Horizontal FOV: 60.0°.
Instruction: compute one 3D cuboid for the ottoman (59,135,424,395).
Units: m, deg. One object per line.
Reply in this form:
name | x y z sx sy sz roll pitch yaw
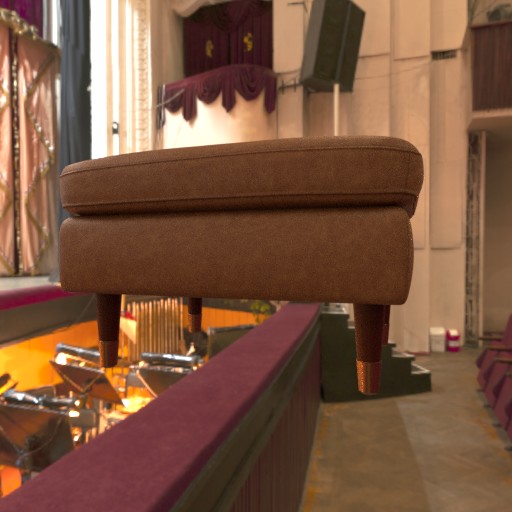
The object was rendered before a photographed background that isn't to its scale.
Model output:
ottoman | 0.000 0.000 1.075 0.747 0.478 0.593 0 1 19
